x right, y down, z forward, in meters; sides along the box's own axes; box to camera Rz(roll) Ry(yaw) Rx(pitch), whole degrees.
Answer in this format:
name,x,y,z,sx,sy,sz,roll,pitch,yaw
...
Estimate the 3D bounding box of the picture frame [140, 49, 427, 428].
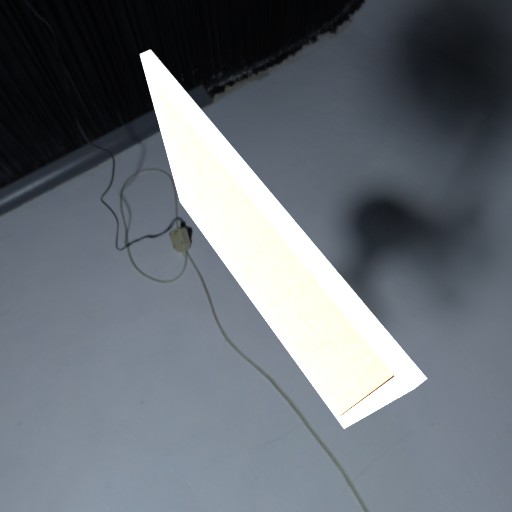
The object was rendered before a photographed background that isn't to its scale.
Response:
name,x,y,z,sx,sy,sz,roll,pitch,yaw
picture frame,0.000,0.000,1.182,0.029,0.640,0.950,-31,67,-15
